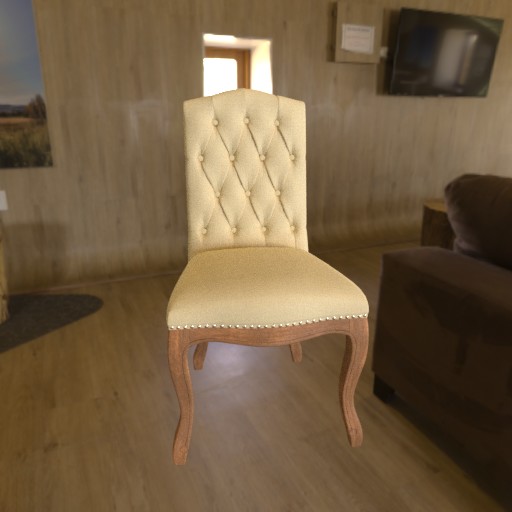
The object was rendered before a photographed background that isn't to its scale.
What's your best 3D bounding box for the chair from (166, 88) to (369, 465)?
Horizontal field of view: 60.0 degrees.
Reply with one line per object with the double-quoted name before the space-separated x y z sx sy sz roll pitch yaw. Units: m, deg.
"chair" 0.000 0.000 1.584 0.623 1.165 0.715 -2 17 -8
